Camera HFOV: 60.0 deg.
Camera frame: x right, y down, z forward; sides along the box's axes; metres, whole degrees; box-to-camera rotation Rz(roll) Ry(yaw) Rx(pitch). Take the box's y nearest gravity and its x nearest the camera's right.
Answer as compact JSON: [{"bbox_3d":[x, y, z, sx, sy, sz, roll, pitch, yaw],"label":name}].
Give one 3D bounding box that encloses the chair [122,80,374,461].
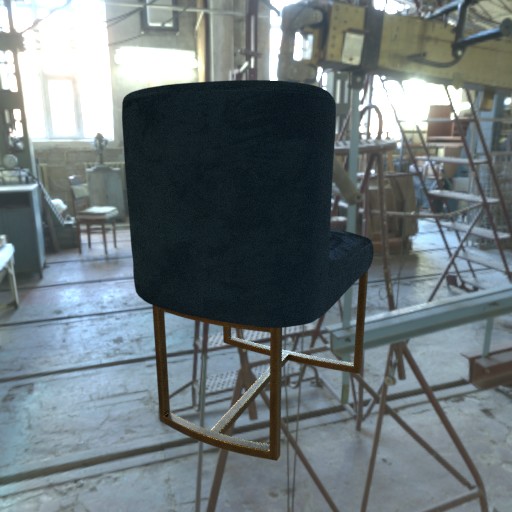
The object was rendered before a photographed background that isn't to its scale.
[{"bbox_3d":[0.000,0.000,1.187,0.530,0.824,0.560,7,17,25],"label":"chair"}]
